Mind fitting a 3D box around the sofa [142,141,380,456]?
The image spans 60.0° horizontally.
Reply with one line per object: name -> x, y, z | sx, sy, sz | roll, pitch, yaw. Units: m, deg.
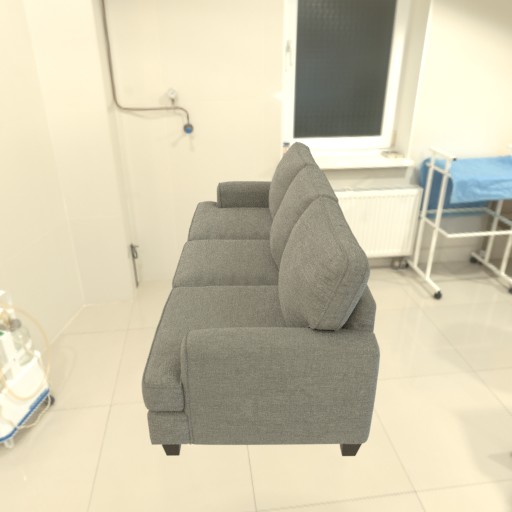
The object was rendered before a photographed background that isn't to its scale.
sofa -> 0.000, 0.000, 2.655 | 0.951, 0.965, 2.158 | 0, 26, -1
